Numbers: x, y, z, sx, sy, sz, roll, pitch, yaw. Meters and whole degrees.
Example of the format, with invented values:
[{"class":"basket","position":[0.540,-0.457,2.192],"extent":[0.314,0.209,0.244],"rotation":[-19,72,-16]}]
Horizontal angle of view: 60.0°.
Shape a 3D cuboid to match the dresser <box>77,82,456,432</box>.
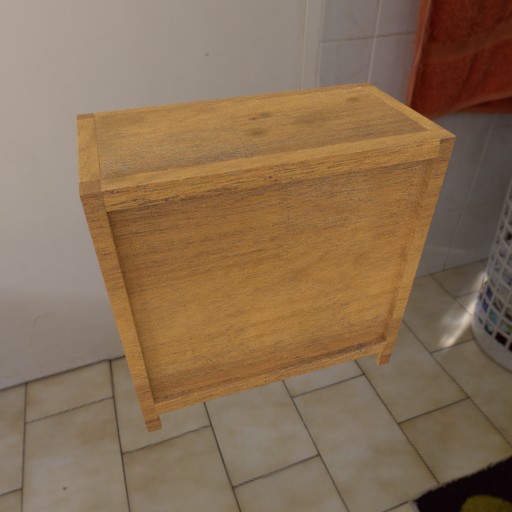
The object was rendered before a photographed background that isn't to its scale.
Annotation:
[{"class":"dresser","position":[0.000,0.000,1.296],"extent":[0.804,0.804,0.427],"rotation":[-12,40,-14]}]
